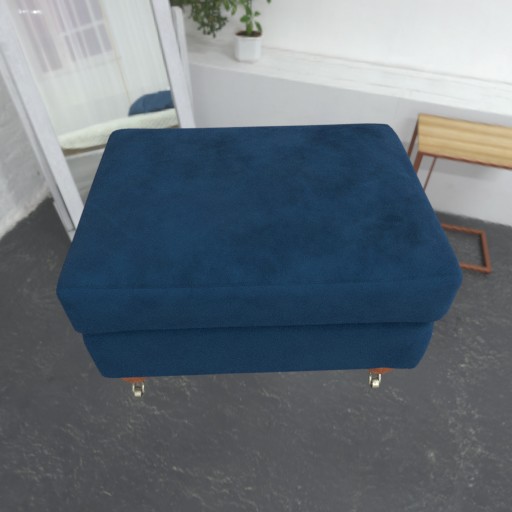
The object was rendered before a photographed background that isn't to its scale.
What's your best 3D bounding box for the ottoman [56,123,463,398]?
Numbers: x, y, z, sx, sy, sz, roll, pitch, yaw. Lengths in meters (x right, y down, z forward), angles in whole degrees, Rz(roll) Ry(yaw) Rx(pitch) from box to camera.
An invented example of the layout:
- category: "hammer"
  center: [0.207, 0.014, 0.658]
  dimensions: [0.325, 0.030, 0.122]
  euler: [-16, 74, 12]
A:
- category: "ottoman"
  center: [0.000, 0.000, 1.134]
  dimensions: [0.773, 0.503, 0.572]
  euler: [-2, 47, -2]
